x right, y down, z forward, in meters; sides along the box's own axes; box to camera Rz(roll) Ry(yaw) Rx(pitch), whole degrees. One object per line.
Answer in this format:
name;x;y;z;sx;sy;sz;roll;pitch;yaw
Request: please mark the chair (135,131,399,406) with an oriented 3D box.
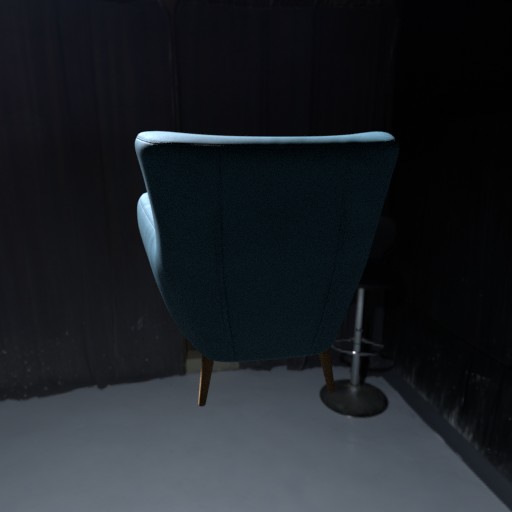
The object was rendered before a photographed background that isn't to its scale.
chair;0.000;0.000;1.656;0.890;0.889;0.889;-3;15;-10
